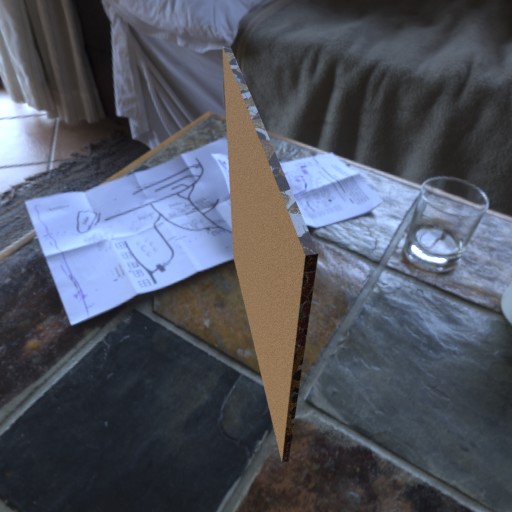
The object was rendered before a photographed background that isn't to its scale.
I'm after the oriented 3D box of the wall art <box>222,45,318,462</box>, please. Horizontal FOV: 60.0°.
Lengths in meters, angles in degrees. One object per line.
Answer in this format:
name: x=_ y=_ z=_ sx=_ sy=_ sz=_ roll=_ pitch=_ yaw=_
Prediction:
wall art: x=0.000 y=0.000 z=0.603 sx=0.010 sy=0.406 sz=0.404 roll=-8 pitch=46 yaw=-8
